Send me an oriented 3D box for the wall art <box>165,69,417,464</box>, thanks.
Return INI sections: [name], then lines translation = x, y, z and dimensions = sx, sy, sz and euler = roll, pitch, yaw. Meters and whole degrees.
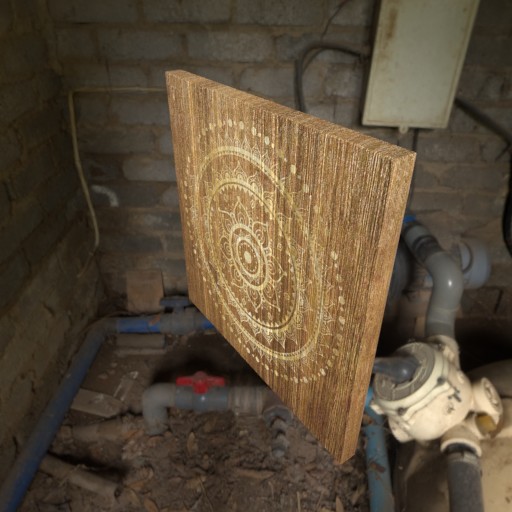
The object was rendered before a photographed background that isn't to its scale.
[wall art]
translation = 0.000, 0.000, 0.886
dimensions = 0.042, 0.608, 0.611
euler = -21, 38, -29
